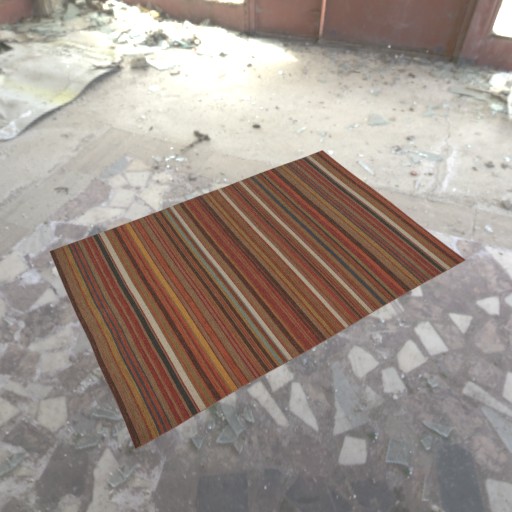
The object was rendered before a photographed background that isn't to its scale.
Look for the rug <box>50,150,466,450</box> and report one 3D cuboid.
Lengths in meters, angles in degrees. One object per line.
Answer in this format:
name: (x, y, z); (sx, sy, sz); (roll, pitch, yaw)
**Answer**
rug: (0.000, 0.000, 2.331); (1.828, 0.007, 1.217); (-24, 51, -22)
